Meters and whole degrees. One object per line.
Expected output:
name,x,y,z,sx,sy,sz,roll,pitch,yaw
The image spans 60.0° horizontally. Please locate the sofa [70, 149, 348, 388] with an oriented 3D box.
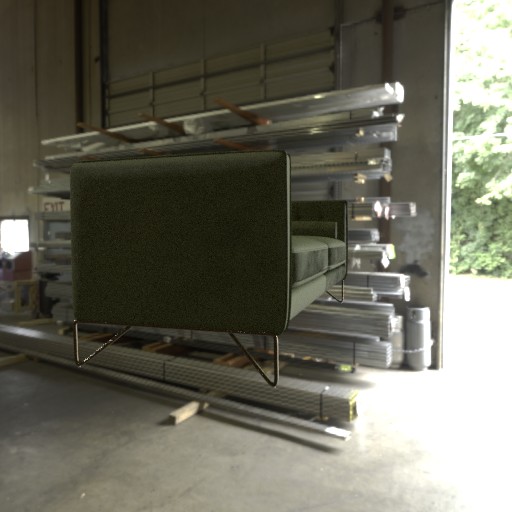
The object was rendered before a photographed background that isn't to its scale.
sofa,0.000,0.000,2.535,0.867,0.789,2.087,1,2,17
